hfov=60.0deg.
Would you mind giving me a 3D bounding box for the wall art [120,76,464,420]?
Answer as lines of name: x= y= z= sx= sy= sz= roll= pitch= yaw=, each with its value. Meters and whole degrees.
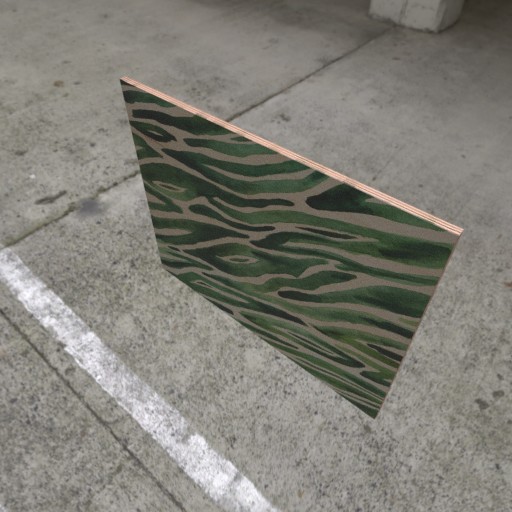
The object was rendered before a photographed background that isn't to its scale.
wall art: x=0.000 y=0.000 z=0.679 sx=0.508 sy=0.408 sz=0.012 roll=32 pitch=54 yaw=26
